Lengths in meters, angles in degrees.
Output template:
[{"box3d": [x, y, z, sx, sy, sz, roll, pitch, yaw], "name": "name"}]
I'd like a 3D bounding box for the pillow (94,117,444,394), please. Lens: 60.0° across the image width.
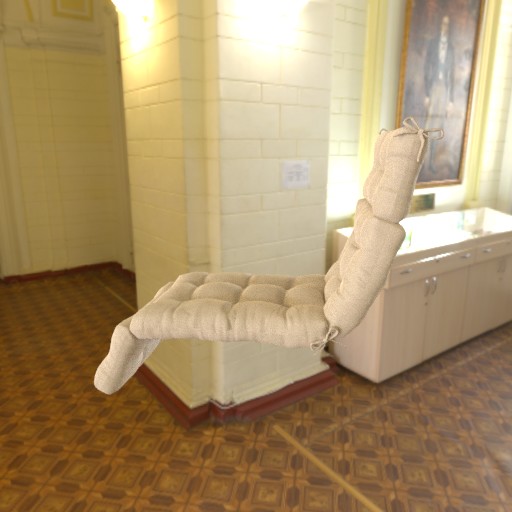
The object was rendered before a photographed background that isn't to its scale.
[{"box3d": [0.000, 0.000, 1.494, 1.016, 0.863, 0.526, 2, 14, 9], "name": "pillow"}]
